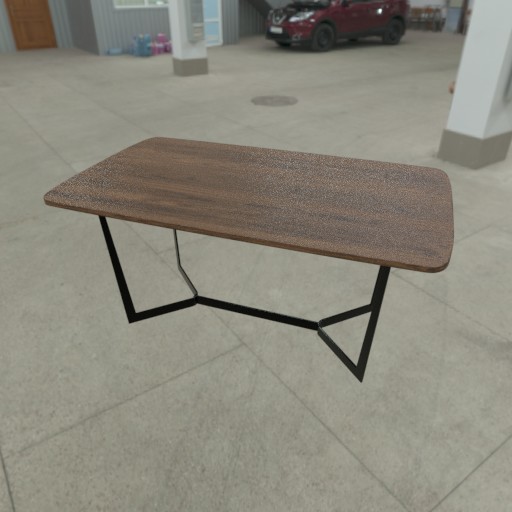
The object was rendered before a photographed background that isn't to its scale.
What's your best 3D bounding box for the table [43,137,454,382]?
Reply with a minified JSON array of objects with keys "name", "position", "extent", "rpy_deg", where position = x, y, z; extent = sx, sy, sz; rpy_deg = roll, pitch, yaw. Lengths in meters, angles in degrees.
[{"name":"table","position":[0.000,0.000,2.175],"extent":[1.643,0.765,0.949],"rpy_deg":[11,33,16]}]
